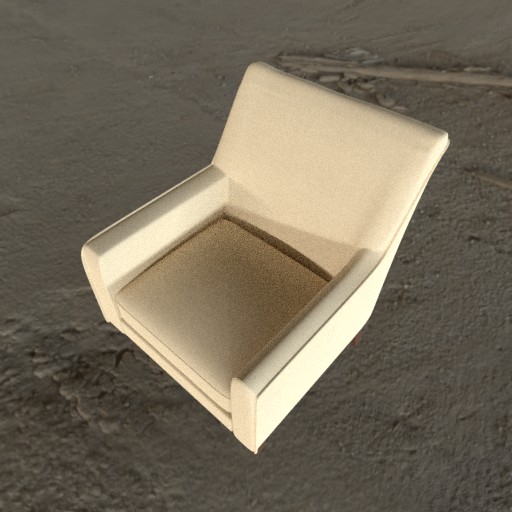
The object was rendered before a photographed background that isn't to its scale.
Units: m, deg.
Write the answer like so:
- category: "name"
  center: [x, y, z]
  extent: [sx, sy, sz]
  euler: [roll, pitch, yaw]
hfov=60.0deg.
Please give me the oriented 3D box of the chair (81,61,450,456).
- category: "chair"
  center: [0.000, 0.000, 1.572]
  extent: [0.780, 0.919, 0.899]
  euler: [33, 55, 27]
